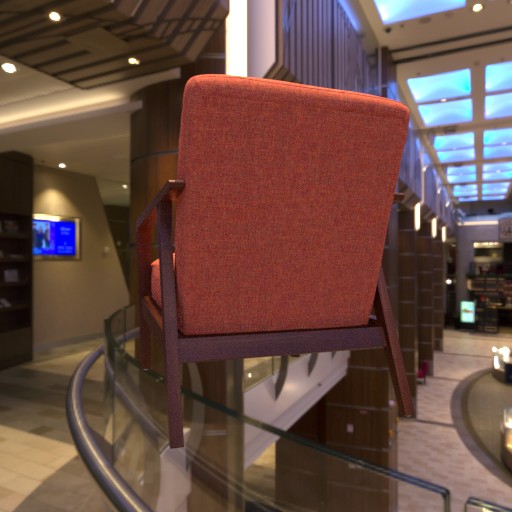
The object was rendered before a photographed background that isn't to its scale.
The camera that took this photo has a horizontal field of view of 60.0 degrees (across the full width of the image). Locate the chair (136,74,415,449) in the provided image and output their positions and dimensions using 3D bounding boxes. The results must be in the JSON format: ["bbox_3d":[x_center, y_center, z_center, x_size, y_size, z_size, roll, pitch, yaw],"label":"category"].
[{"bbox_3d":[0.000,0.000,1.470,0.719,0.890,0.860,0,0,-19],"label":"chair"}]
